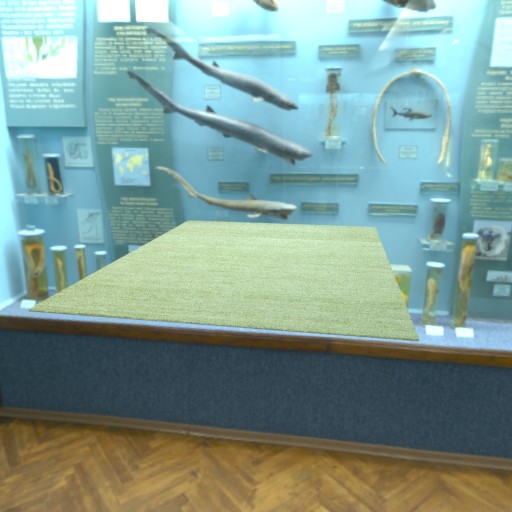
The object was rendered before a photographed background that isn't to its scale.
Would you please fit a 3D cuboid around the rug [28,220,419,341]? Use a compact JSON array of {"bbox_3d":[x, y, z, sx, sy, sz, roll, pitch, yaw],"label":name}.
[{"bbox_3d":[0.000,0.000,4.178,2.425,0.016,3.198,3,15,10],"label":"rug"}]
